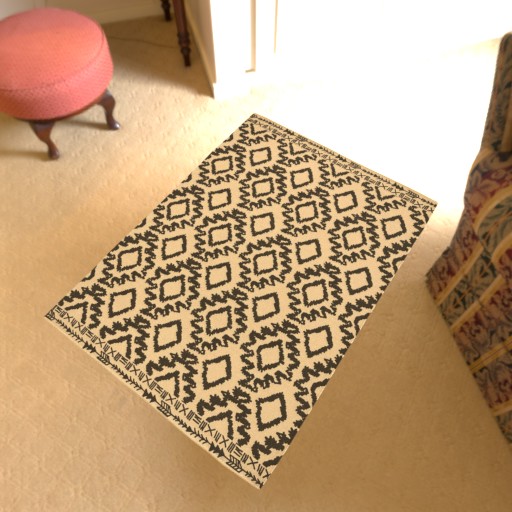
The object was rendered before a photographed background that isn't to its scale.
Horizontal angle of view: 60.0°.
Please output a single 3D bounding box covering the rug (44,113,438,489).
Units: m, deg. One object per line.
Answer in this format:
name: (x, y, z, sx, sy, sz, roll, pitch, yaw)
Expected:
rug: (0.000, 0.000, 4.394, 2.444, 0.036, 3.369, 31, 64, 17)
